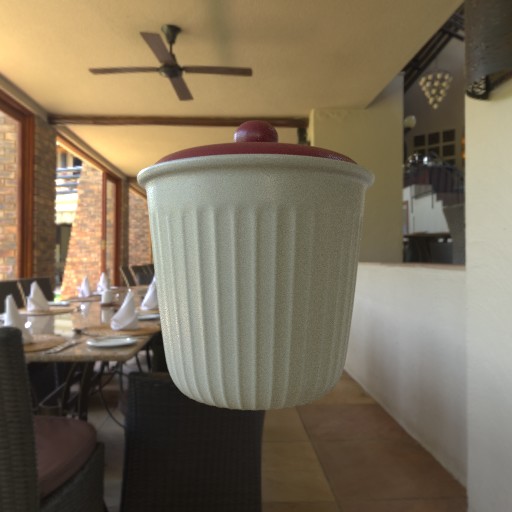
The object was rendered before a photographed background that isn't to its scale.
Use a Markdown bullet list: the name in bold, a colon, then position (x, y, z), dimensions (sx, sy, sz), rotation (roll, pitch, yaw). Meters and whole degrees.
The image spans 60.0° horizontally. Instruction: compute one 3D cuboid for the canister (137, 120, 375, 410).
- **canister**: position (0.000, 0.000, 0.348), dimensions (0.181, 0.211, 0.181), rotation (0, 0, 0)
